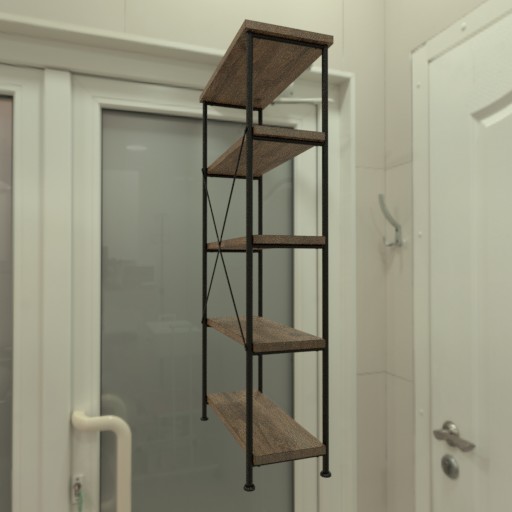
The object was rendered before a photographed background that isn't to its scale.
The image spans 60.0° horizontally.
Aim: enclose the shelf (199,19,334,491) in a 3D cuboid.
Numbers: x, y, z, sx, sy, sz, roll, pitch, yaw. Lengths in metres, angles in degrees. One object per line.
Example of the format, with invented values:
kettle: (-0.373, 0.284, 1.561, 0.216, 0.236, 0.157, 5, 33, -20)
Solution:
shelf: (0.000, 0.000, 2.026, 0.360, 1.700, 0.800, 0, -1, -19)
